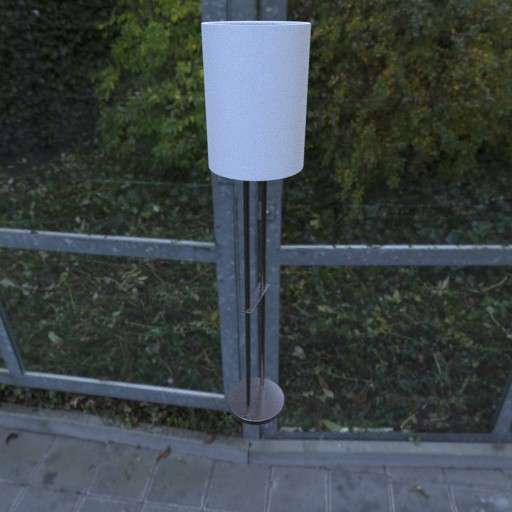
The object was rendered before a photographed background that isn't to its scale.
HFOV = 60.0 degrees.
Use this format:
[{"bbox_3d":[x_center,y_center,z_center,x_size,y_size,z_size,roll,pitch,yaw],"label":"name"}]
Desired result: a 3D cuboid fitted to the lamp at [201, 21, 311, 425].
[{"bbox_3d":[0.000,0.000,1.610,0.305,1.500,0.306,11,31,18],"label":"lamp"}]
